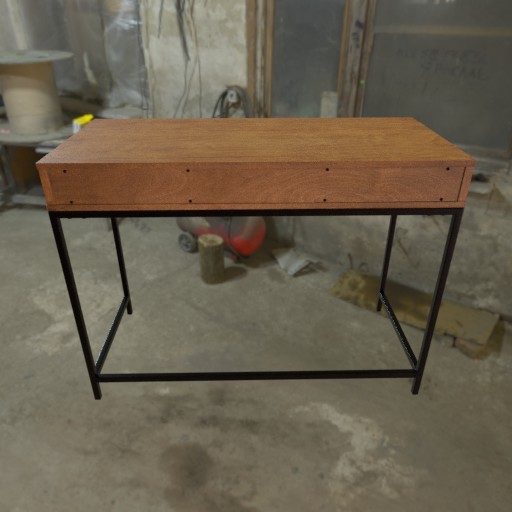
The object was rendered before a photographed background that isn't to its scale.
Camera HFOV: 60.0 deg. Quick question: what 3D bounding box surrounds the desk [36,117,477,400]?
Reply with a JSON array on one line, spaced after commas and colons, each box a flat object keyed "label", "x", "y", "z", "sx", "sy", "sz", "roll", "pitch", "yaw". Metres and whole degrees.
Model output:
[{"label": "desk", "x": 0.000, "y": 0.000, "z": 1.411, "sx": 1.016, "sy": 0.762, "sz": 0.470, "roll": -1, "pitch": 29, "yaw": -1}]
